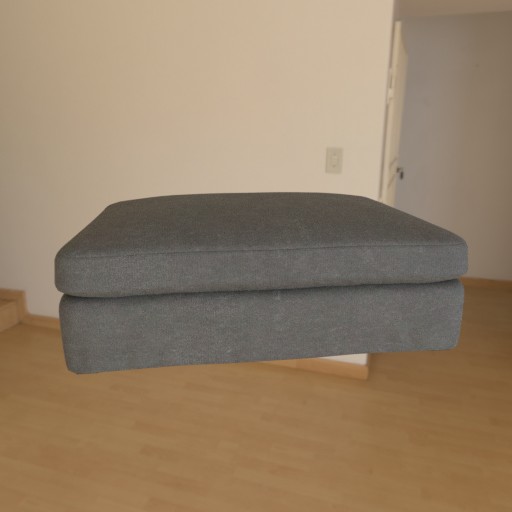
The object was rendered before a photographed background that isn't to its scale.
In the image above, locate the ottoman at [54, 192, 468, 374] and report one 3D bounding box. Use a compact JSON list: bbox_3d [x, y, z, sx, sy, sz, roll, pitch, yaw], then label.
[{"bbox_3d":[0.000,0.000,1.626,1.199,0.429,0.840,-2,16,-7],"label":"ottoman"}]
